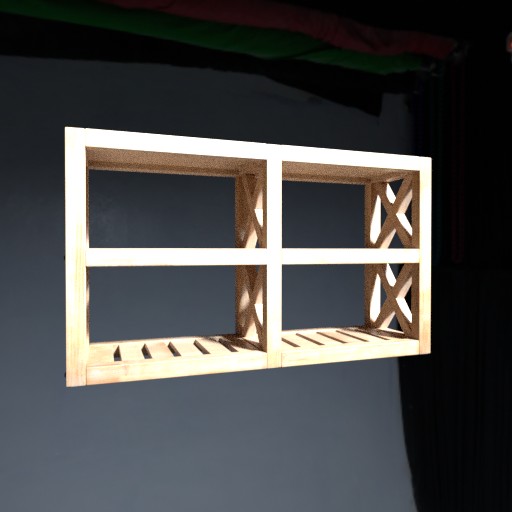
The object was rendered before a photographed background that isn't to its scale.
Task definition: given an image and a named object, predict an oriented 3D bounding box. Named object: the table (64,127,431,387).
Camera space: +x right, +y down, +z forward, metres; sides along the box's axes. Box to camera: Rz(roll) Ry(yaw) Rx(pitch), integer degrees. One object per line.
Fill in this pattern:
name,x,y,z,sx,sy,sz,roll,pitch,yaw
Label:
table,0.000,0.000,1.687,1.320,0.762,0.381,0,1,-19
